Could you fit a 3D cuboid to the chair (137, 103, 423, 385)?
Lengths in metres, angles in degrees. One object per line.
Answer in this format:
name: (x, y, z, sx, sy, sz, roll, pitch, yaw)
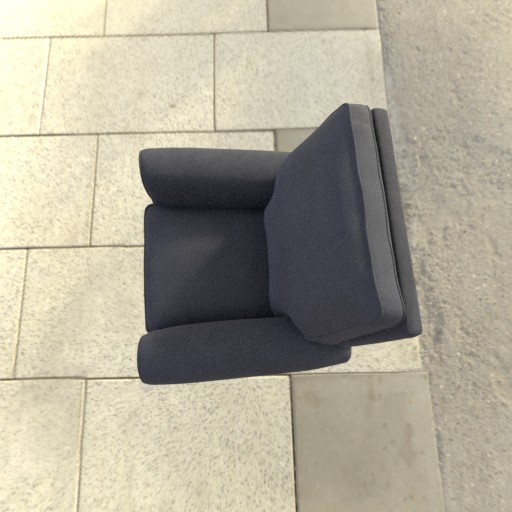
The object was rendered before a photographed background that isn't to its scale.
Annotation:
chair: (0.000, 0.000, 1.669, 0.878, 0.961, 0.890, -4, 75, -1)
